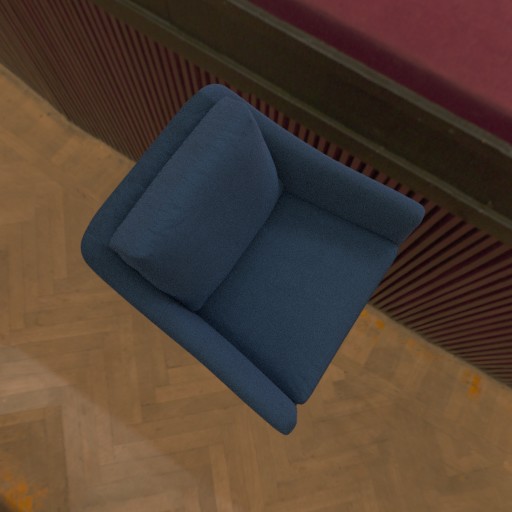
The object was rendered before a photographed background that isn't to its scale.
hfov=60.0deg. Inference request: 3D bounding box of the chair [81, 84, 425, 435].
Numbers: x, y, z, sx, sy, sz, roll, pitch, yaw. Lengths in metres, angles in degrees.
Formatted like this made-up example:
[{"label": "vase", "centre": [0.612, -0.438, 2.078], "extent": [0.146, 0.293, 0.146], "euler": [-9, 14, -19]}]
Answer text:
[{"label": "chair", "centre": [0.000, 0.000, 1.787], "extent": [0.961, 0.899, 0.987], "euler": [33, 78, 8]}]
